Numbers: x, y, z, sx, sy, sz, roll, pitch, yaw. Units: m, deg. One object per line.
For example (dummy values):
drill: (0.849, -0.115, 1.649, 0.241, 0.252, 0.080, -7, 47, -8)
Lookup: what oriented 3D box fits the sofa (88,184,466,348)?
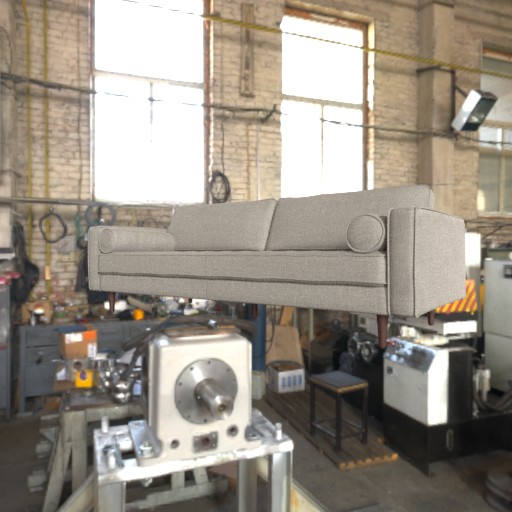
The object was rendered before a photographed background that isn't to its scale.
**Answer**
sofa: (0.000, 0.000, 2.699, 2.211, 0.762, 0.914, 0, 0, 36)
